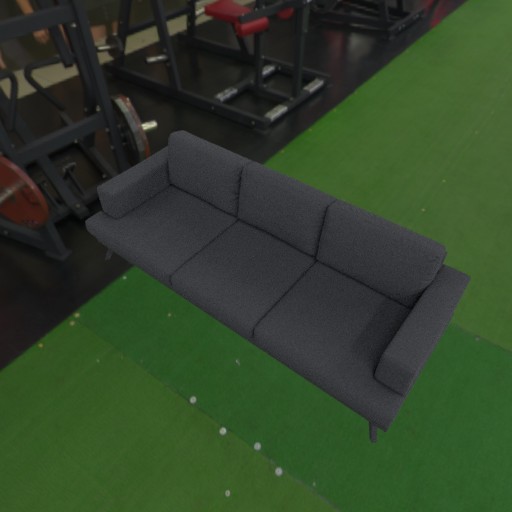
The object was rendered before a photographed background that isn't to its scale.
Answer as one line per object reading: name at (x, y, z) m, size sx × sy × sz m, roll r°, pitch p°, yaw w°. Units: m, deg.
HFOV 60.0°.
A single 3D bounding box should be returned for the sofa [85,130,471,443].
sofa at (0.000, 0.000, 2.794) m, size 2.310 × 0.810 × 0.920 m, roll 29°, pitch 52°, yaw 26°
